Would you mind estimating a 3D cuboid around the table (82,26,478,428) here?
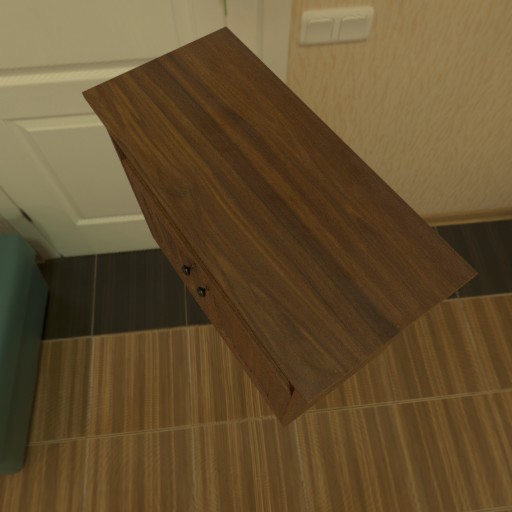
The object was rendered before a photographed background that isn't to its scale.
[{"bbox_3d":[0.000,0.000,1.198,0.390,0.725,0.802,-32,68,-15],"label":"table"}]
